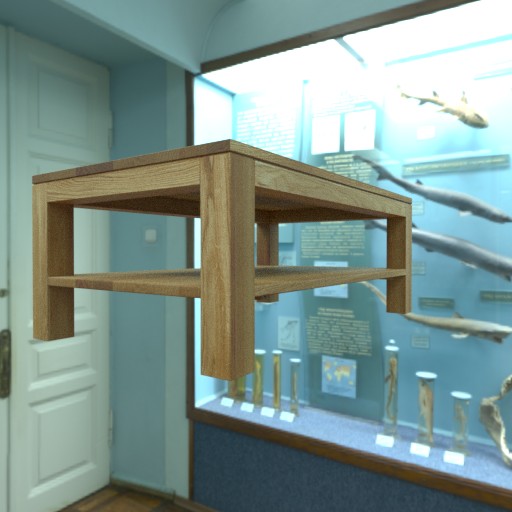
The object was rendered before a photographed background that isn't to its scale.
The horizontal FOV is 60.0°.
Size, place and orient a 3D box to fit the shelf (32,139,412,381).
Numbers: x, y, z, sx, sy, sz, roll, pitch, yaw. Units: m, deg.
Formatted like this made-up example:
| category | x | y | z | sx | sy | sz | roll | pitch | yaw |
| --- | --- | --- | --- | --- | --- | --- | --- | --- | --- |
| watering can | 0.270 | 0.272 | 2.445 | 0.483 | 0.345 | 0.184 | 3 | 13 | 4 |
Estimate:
| category | x | y | z | sx | sy | sz | roll | pitch | yaw |
| --- | --- | --- | --- | --- | --- | --- | --- | --- | --- |
| shelf | 0.000 | 0.000 | 1.492 | 0.700 | 0.450 | 1.150 | 0 | 1 | 35 |
